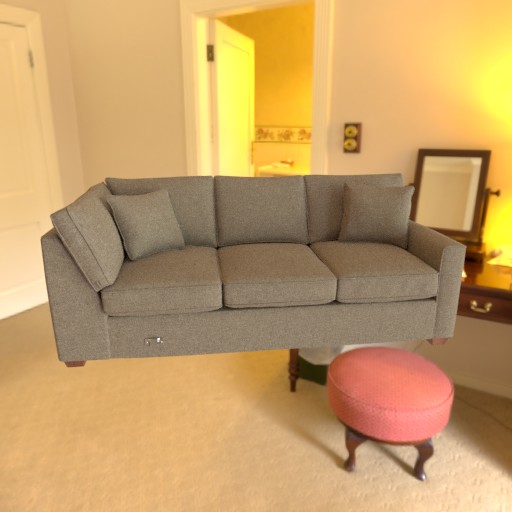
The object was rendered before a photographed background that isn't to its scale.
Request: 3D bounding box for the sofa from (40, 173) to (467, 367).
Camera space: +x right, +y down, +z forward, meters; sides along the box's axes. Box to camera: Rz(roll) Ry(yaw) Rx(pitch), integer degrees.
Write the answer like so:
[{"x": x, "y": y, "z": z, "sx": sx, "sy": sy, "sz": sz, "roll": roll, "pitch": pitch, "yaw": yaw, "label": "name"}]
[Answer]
[{"x": 0.000, "y": 0.000, "z": 2.872, "sx": 2.317, "sy": 0.962, "sz": 1.061, "roll": -2, "pitch": 17, "yaw": -7, "label": "sofa"}]
